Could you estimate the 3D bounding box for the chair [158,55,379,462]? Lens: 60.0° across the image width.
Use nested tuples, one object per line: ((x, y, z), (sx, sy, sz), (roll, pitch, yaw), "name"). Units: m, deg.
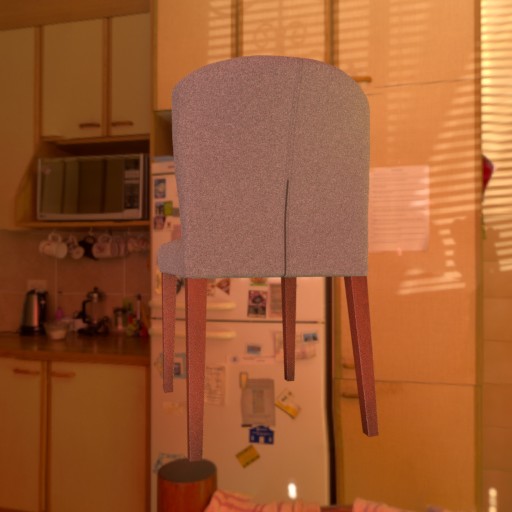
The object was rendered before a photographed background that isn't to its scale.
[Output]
((0.000, 0.000, 1.200), (0.491, 0.839, 0.592), (0, 0, -18), "chair")
